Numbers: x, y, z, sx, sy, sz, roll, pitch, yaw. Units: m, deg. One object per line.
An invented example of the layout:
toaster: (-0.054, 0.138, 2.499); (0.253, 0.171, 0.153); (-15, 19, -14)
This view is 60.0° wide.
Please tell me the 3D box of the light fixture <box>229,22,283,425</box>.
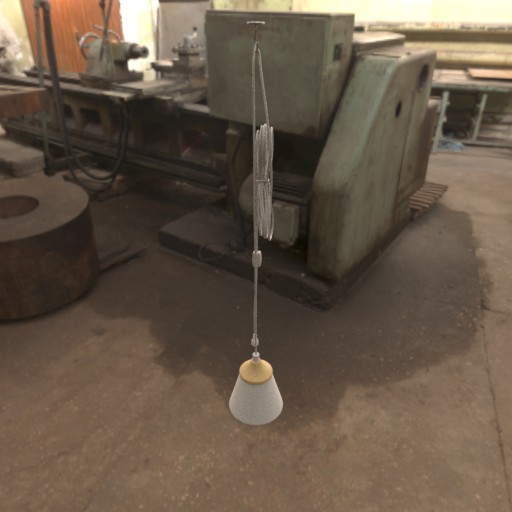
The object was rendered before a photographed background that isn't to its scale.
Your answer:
light fixture: (0.000, 0.000, 1.035); (0.153, 0.966, 0.153); (11, 31, 19)
